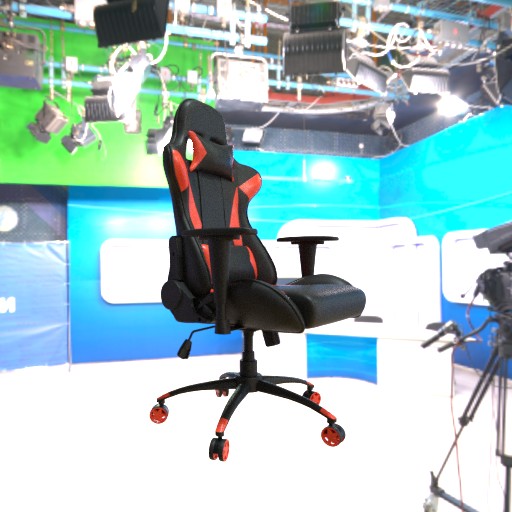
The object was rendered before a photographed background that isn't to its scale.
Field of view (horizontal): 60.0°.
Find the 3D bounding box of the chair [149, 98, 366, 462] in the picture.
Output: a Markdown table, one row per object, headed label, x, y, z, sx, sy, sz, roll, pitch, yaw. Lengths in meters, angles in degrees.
| label | x | y | z | sx | sy | sz | roll | pitch | yaw |
| --- | --- | --- | --- | --- | --- | --- | --- | --- | --- |
| chair | 0.000 | 0.000 | 1.689 | 0.730 | 1.282 | 0.695 | 0 | 0 | 35 |
